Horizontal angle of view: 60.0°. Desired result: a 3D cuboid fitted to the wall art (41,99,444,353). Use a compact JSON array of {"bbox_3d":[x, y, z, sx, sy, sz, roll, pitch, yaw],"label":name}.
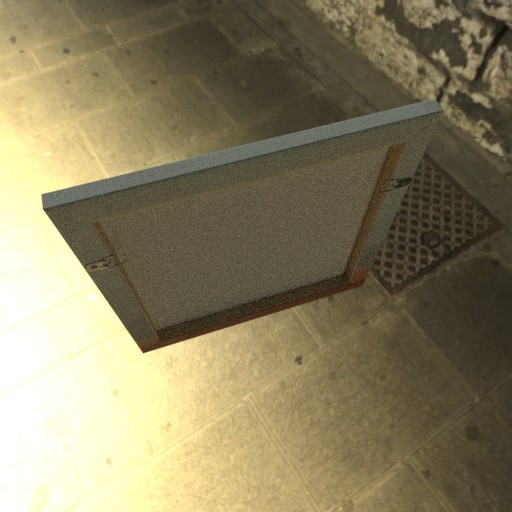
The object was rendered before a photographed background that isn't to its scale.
[{"bbox_3d":[0.000,0.000,0.904,0.605,0.605,0.034,-16,61,-9],"label":"wall art"}]
